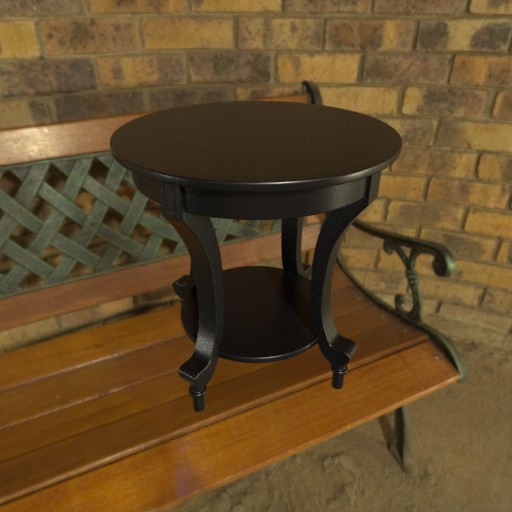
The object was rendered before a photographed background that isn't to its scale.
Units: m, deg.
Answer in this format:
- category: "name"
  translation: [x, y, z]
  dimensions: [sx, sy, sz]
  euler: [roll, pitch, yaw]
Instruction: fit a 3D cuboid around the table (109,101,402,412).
- category: "table"
  translation: [0.000, 0.000, 1.094]
  dimensions: [0.597, 0.618, 0.597]
  euler: [0, 31, 0]
